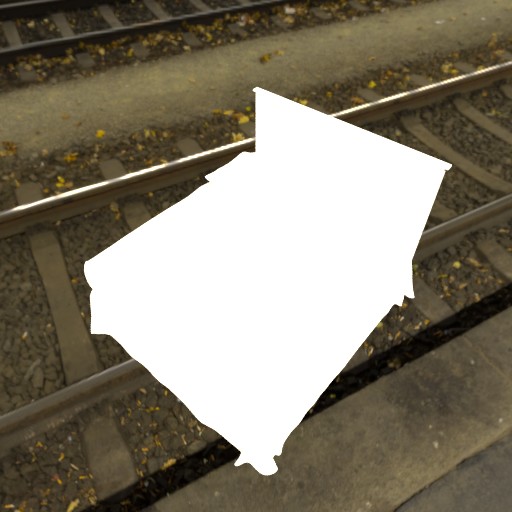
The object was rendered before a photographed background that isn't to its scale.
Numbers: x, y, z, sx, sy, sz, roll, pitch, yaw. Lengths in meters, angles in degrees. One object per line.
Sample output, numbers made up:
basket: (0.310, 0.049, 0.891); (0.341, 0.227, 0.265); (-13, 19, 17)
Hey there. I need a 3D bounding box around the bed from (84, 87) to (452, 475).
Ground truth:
bed: (0.000, 0.000, 3.175); (1.876, 1.269, 2.047); (32, 54, 26)
